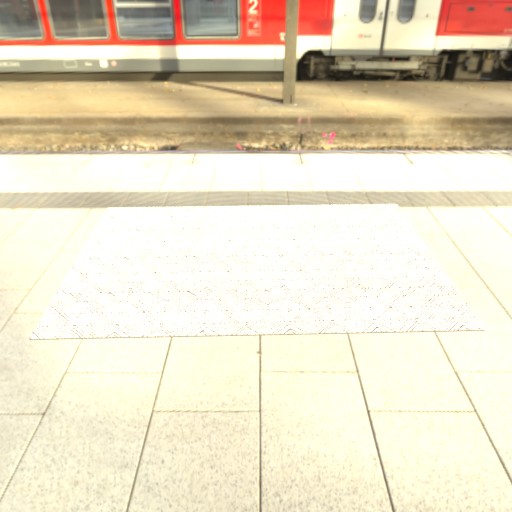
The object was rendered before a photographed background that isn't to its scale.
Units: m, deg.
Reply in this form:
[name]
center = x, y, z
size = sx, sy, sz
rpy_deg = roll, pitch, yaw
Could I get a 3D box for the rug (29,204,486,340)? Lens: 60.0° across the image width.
[rug]
center = 0.000, 0.000, 2.228
size = 1.783, 0.008, 1.175
rpy_deg = -1, 31, -1
